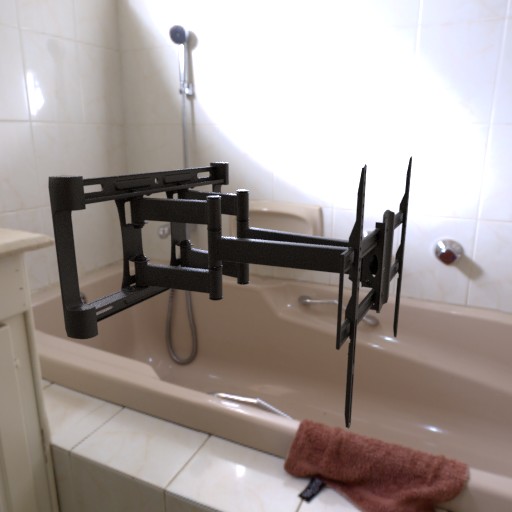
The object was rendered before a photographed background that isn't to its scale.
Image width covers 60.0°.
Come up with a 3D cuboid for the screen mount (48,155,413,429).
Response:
[{"bbox_3d":[0.000,0.000,0.961,0.556,0.424,0.571,8,17,27],"label":"screen mount"}]
